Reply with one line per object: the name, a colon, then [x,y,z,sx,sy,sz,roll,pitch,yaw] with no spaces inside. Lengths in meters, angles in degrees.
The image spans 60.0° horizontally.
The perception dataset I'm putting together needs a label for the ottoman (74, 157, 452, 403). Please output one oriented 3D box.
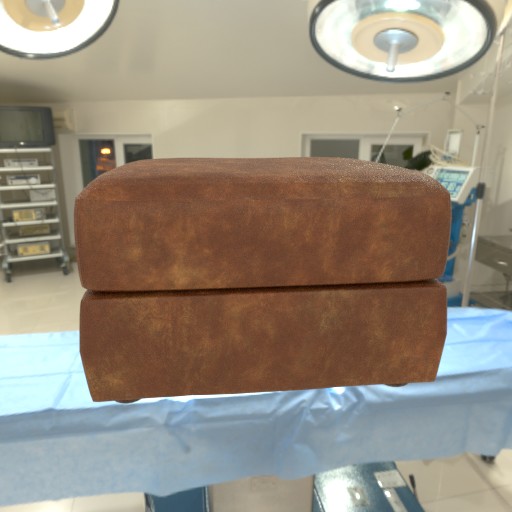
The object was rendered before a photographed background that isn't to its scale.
ottoman: [0.000,0.000,1.122,0.751,0.476,0.603,-2,16,-6]
